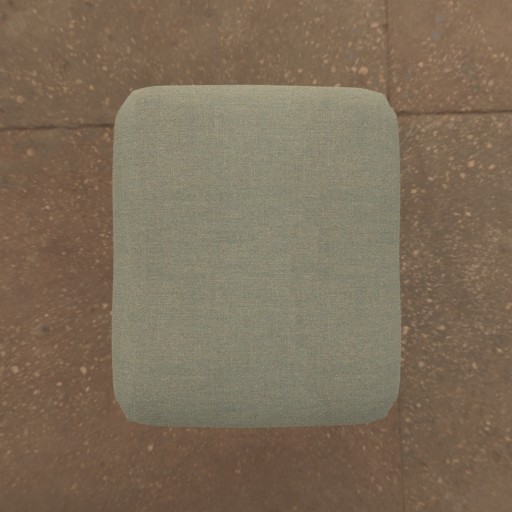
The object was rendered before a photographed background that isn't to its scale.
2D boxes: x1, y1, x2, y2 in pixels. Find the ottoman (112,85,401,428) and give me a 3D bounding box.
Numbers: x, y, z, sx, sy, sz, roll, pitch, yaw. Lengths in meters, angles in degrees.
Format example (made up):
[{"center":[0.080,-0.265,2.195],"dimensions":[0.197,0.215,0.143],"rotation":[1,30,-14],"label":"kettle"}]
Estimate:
[{"center":[0.000,0.000,1.096],"dimensions":[0.622,0.450,0.747],"rotation":[0,89,-1],"label":"ottoman"}]
